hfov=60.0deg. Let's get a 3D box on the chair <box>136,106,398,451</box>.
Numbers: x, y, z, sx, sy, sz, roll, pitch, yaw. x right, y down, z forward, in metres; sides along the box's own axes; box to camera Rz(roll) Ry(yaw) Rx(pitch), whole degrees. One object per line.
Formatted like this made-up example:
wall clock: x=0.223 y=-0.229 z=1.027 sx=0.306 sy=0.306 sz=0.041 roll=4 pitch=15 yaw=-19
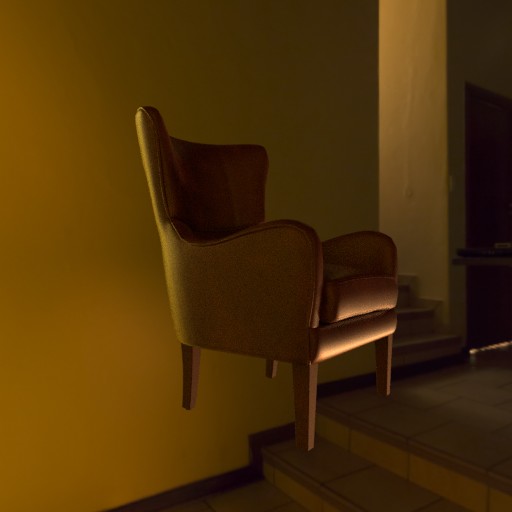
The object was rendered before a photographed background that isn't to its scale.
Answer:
chair: x=0.000 y=0.000 z=1.658 sx=0.914 sy=1.048 sz=0.692 roll=0 pitch=0 yaw=36
